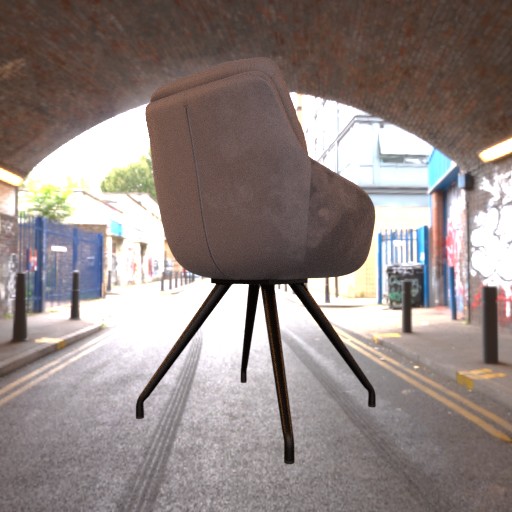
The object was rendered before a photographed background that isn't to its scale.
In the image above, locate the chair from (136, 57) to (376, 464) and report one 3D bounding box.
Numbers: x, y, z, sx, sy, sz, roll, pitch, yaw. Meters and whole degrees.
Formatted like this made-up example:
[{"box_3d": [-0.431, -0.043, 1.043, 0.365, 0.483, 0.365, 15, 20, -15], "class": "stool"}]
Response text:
[{"box_3d": [0.000, 0.000, 1.259, 0.579, 0.888, 0.569, -1, -2, 36], "class": "chair"}]
